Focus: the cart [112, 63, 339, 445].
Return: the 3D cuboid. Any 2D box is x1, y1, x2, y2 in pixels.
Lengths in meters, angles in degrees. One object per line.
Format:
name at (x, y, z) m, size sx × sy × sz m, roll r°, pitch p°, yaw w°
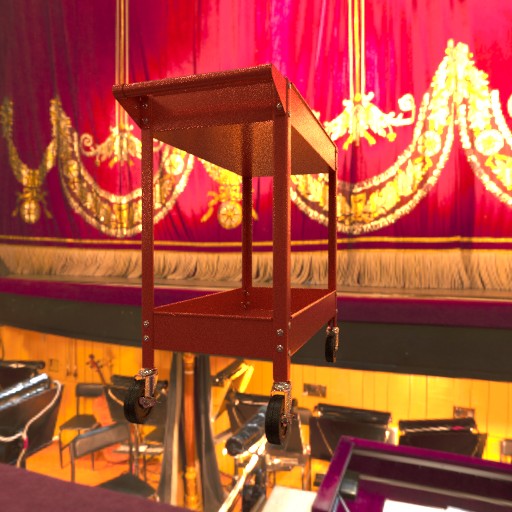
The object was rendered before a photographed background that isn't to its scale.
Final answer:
cart at (0.000, 0.000, 1.201) m, size 0.366 × 0.719 × 0.779 m, roll 0°, pitch 1°, yaw 19°
